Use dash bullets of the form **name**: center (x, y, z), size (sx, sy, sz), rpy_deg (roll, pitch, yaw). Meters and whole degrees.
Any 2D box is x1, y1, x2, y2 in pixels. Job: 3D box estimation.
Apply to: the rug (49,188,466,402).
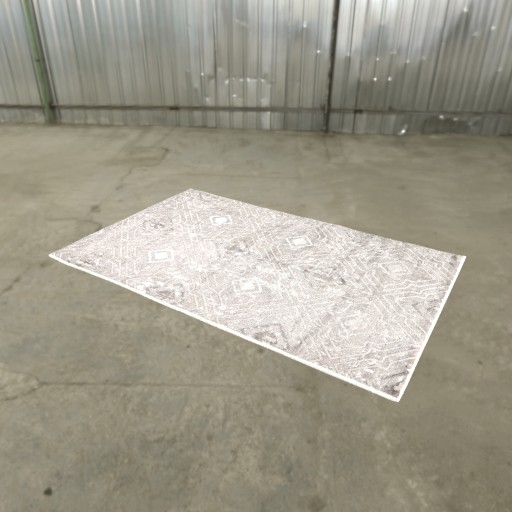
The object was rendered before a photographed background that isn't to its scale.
- **rug**: center (0.000, 0.000, 3.056), size (2.447, 0.036, 1.537), rpy_deg (17, 33, 28)
